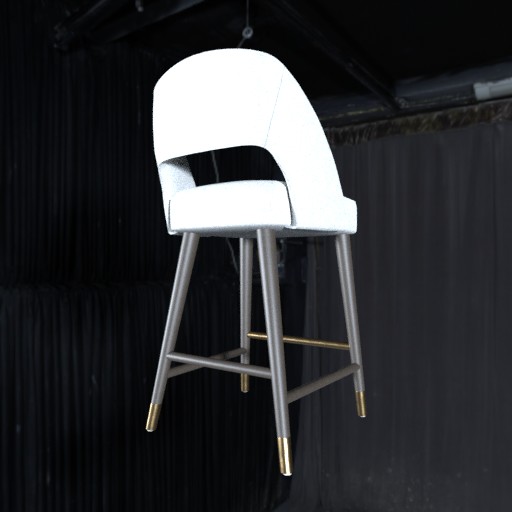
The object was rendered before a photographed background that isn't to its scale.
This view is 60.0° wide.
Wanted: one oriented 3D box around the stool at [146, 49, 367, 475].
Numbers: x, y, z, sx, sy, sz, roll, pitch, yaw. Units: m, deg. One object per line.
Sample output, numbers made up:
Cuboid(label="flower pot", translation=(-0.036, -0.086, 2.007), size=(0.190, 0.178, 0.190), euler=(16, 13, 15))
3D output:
Cuboid(label="stool", translation=(0.000, 0.000, 1.235), size=(0.494, 0.940, 0.509), euler=(0, -1, 35))
